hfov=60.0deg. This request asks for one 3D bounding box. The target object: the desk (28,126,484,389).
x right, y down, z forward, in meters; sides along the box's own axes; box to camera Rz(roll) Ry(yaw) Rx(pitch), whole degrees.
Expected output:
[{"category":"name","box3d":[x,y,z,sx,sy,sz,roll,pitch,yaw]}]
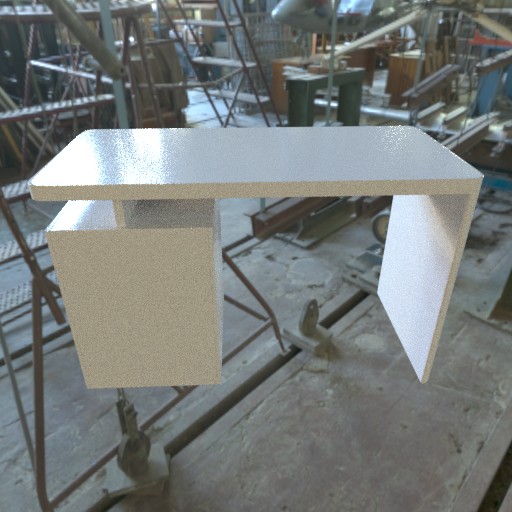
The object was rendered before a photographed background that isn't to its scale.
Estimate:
[{"category":"desk","box3d":[0.000,0.000,1.565,1.200,0.760,0.550,-1,30,-2]}]
